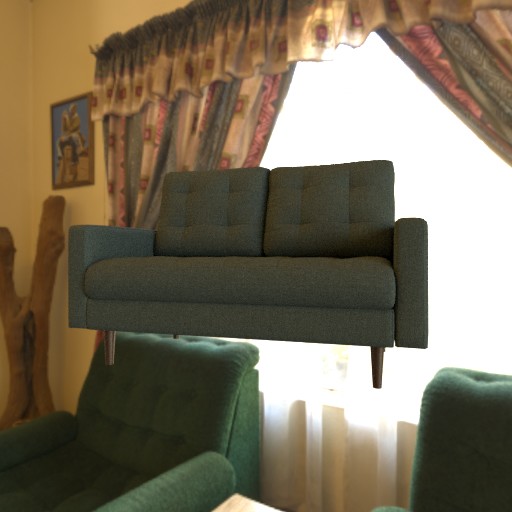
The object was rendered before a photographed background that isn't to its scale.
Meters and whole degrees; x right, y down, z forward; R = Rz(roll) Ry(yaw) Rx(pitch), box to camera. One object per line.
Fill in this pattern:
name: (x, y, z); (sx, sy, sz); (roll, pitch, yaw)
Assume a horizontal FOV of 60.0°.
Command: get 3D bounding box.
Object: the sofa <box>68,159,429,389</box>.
sofa: (0.000, 0.000, 1.992); (1.407, 0.907, 0.842); (0, 0, 17)
